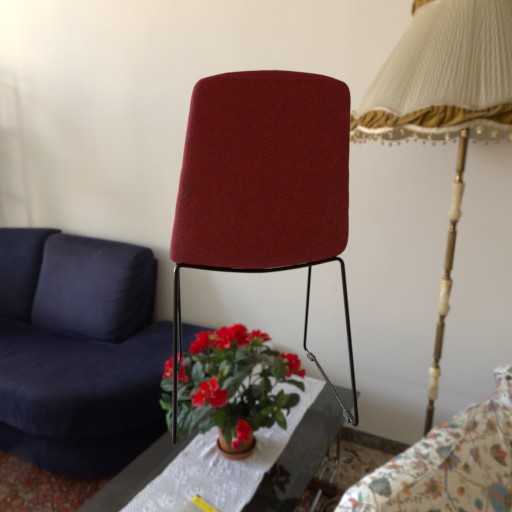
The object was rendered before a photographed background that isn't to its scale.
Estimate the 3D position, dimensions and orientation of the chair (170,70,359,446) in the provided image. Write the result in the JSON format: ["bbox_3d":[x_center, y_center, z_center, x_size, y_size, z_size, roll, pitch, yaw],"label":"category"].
[{"bbox_3d":[0.000,0.000,1.186,0.479,0.858,0.518,-2,15,-9],"label":"chair"}]
